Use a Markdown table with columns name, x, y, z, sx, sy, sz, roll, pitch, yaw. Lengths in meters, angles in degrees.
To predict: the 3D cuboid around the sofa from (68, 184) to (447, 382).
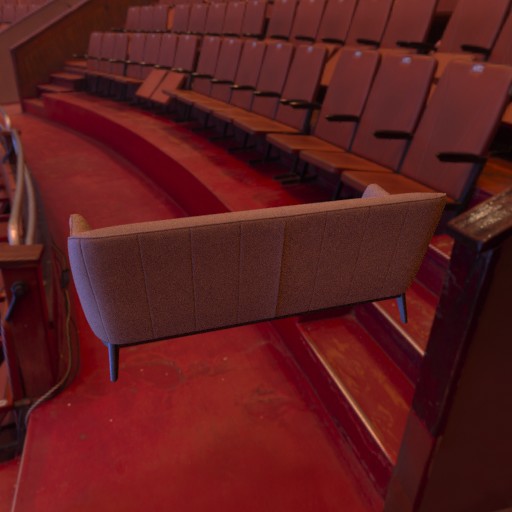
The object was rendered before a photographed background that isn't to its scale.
| name | x | y | z | sx | sy | sz | roll | pitch | yaw |
| --- | --- | --- | --- | --- | --- | --- | --- | --- | --- |
| sofa | 0.000 | 0.000 | 2.470 | 1.928 | 0.830 | 0.869 | -8 | 28 | -15 |
